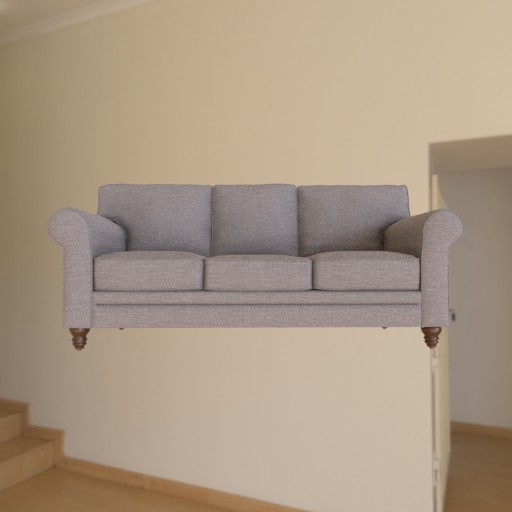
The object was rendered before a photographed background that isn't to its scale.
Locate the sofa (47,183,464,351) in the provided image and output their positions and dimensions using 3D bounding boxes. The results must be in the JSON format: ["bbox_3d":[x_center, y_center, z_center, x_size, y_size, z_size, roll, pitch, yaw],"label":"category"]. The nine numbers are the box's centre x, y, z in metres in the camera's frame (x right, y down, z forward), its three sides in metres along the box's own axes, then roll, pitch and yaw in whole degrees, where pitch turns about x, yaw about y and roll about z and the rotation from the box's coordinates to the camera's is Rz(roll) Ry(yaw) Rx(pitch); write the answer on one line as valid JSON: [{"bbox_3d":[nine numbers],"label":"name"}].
[{"bbox_3d":[0.000,0.000,2.610,2.084,0.961,0.916,0,-2,-1],"label":"sofa"}]
